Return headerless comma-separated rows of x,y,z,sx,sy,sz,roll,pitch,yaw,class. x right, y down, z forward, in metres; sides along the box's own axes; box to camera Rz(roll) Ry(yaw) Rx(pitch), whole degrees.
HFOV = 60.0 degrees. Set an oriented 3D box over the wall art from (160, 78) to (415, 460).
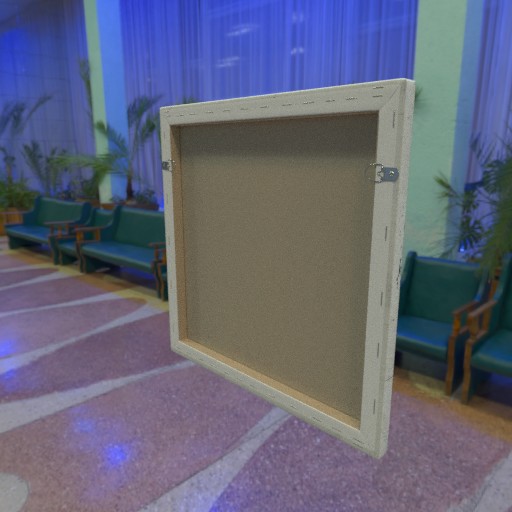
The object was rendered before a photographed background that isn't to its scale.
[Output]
0.000,0.000,1.120,0.762,0.762,0.038,13,18,43,wall art
